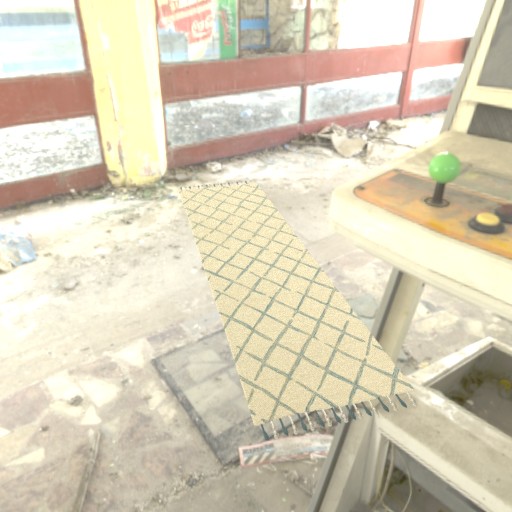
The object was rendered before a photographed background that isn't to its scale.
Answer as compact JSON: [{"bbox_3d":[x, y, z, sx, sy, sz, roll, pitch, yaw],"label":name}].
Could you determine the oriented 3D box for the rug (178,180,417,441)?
[{"bbox_3d":[0.000,0.000,2.520,0.620,0.008,2.372,-8,31,-13],"label":"rug"}]
